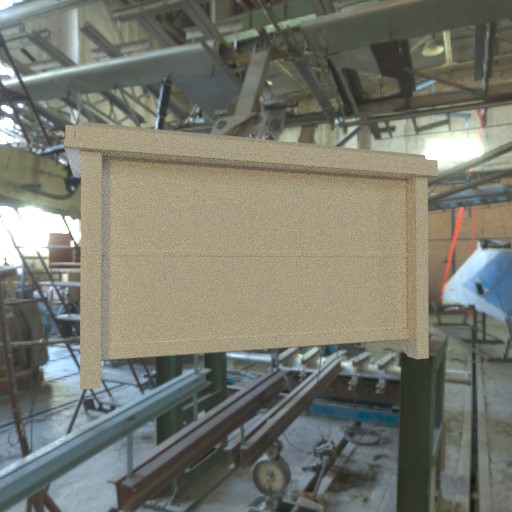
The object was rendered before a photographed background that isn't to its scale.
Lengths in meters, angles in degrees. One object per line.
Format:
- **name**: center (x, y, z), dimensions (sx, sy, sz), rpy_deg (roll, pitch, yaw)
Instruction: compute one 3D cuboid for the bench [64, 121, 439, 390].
- **bench**: center (0.000, 0.000, 1.266), dimensions (0.987, 0.589, 0.346), rpy_deg (0, -1, -19)
